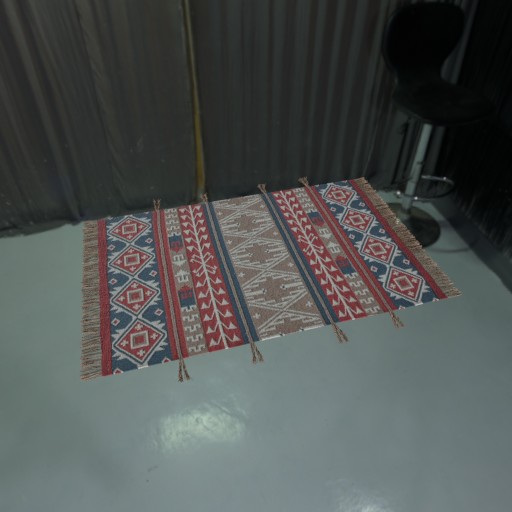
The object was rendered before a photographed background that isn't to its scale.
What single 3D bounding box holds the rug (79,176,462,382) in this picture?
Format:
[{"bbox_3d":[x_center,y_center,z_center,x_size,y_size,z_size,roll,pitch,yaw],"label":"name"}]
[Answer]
[{"bbox_3d":[0.000,0.000,2.657,2.025,0.040,1.469,-11,43,-11],"label":"rug"}]
